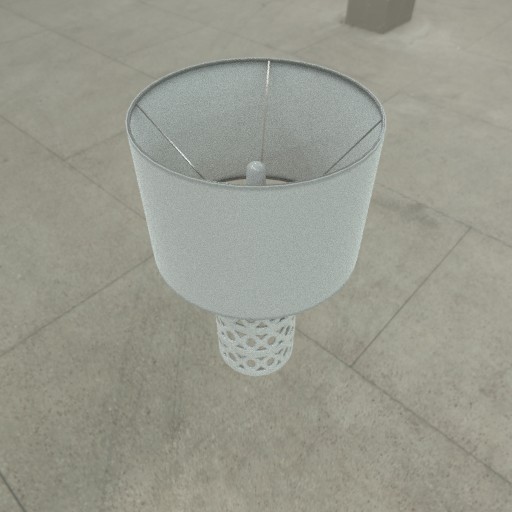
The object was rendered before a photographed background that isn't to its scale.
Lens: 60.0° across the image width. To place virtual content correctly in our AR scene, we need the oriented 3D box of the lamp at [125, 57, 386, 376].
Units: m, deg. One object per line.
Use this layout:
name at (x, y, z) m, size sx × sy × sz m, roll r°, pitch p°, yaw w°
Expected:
lamp at (0.000, 0.000, 0.709) m, size 0.310 × 0.502 × 0.310 m, roll 0°, pitch 46°, yaw 0°
